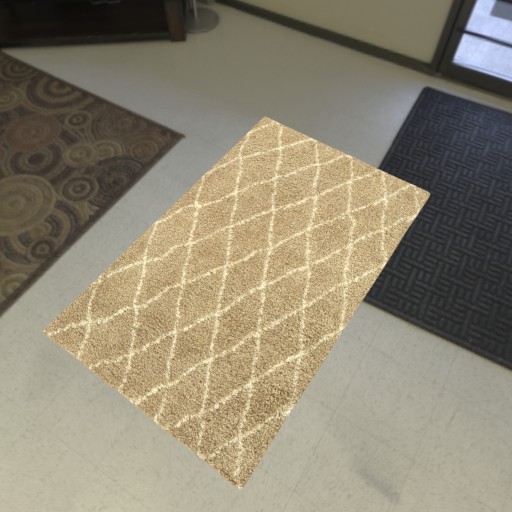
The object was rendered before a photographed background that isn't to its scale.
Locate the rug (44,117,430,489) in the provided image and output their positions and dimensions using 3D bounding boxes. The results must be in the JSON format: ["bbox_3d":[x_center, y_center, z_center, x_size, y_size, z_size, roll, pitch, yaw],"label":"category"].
[{"bbox_3d":[0.000,0.000,3.051,1.524,0.030,2.438,30,62,18],"label":"rug"}]
